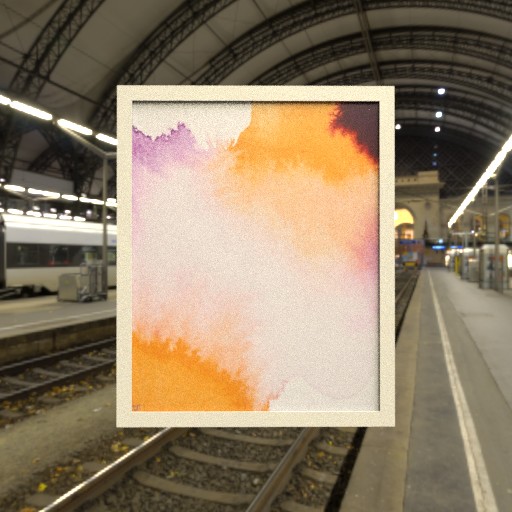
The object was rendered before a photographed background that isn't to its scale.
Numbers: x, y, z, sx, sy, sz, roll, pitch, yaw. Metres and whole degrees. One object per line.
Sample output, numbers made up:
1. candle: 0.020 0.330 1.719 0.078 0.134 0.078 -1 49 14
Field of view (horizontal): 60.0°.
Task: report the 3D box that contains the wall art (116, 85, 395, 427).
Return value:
1. wall art: 0.000 0.000 1.067 0.661 0.811 0.026 0 0 0
